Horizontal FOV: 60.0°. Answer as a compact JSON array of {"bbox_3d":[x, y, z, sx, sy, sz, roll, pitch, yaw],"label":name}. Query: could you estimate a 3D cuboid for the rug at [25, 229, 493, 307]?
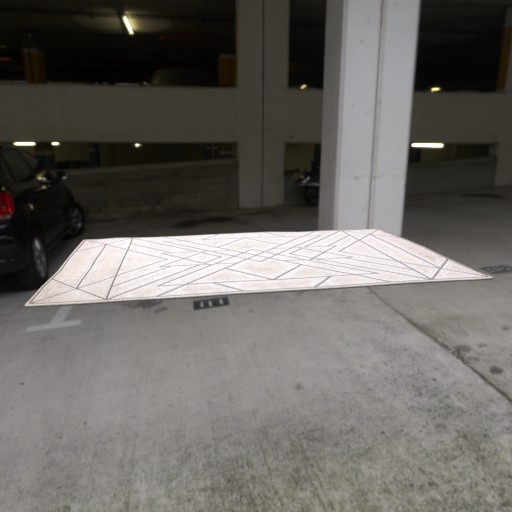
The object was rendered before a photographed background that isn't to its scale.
[{"bbox_3d":[0.000,0.000,1.046,0.869,0.008,0.511,-3,15,-10],"label":"rug"}]
